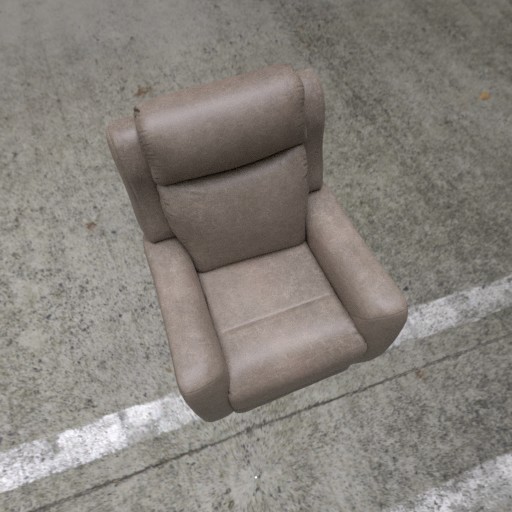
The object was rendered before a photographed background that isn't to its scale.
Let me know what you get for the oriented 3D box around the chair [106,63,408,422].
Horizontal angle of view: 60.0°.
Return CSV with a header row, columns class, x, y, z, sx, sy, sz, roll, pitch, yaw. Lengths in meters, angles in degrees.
class,x,y,z,sx,sy,sz,roll,pitch,yaw
chair,0.000,0.000,1.917,0.967,1.116,1.068,-18,65,-9
